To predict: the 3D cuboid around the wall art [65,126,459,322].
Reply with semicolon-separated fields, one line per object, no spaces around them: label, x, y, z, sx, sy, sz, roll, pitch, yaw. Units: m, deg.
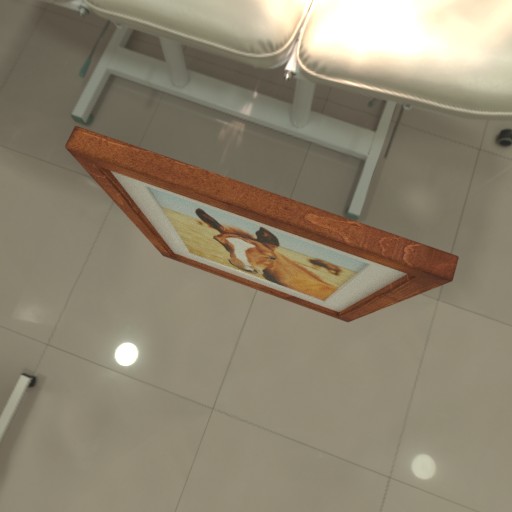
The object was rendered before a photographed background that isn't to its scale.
wall art;0.000;0.000;0.770;0.462;0.558;0.030;19;78;4
